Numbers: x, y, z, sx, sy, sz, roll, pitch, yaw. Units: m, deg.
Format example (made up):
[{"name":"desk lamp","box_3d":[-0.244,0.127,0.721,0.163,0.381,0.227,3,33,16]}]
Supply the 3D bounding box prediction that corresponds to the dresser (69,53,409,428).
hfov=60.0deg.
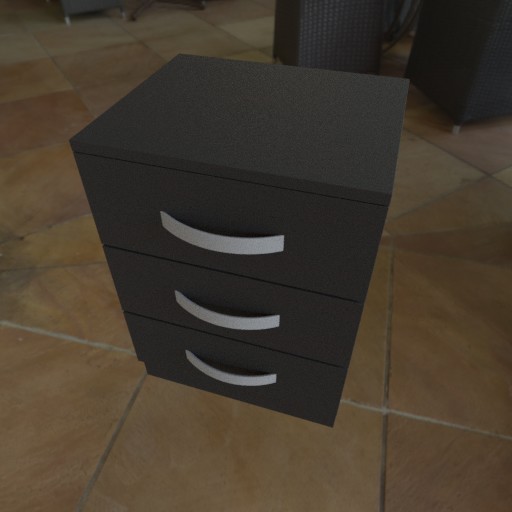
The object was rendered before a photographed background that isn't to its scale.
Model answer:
[{"name":"dresser","box_3d":[0.000,0.000,0.814,0.400,0.560,0.360,12,44,13]}]
